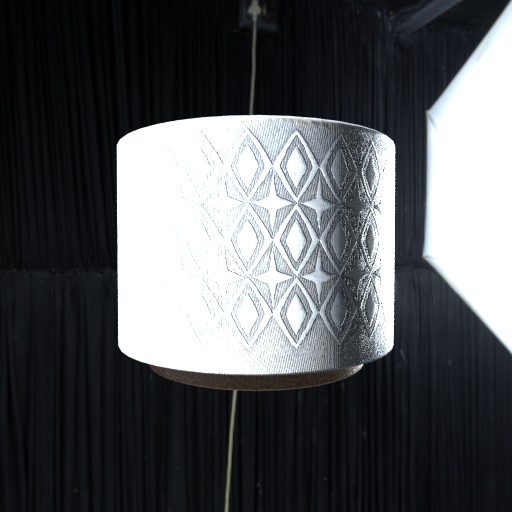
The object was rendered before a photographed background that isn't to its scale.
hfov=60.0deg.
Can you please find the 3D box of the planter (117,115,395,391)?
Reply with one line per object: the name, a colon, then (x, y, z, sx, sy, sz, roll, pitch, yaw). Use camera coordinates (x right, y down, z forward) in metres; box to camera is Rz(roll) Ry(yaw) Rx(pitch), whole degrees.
planter: (0.000, 0.000, 0.313, 0.186, 0.144, 0.186, 0, 1, 0)
